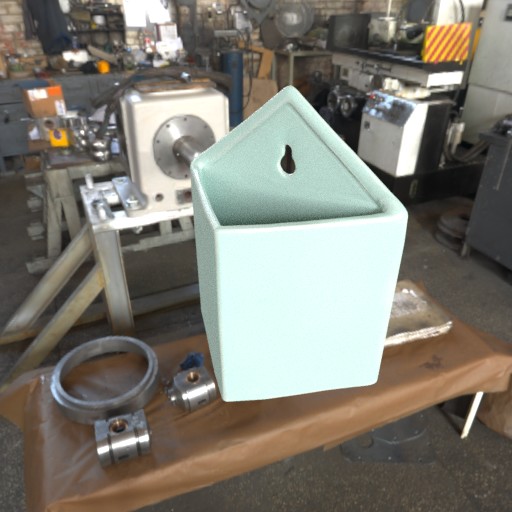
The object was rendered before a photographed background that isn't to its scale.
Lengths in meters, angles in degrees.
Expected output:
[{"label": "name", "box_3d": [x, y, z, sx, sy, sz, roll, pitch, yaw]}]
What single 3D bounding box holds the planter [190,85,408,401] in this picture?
[{"label": "planter", "box_3d": [0.000, 0.000, 0.286, 0.164, 0.197, 0.079, 19, 36, 28]}]
